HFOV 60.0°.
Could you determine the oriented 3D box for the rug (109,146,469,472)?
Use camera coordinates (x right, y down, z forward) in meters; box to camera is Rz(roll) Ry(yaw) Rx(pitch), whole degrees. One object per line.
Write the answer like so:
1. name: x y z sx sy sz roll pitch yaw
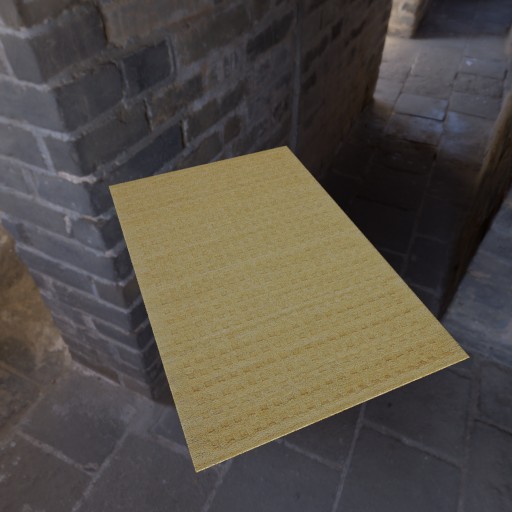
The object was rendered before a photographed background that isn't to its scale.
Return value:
1. rug: 0.000 0.000 2.912 1.524 0.006 2.286 -16 48 -16
